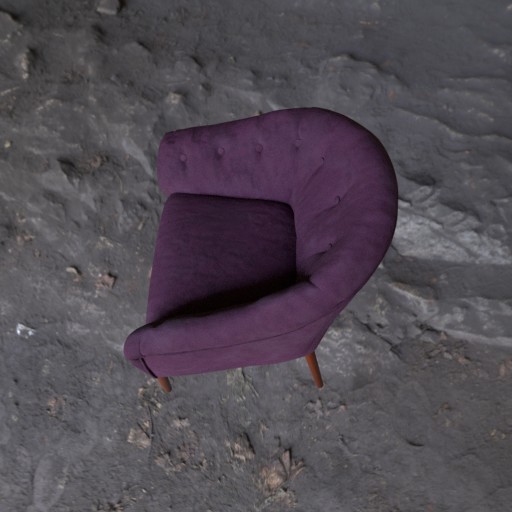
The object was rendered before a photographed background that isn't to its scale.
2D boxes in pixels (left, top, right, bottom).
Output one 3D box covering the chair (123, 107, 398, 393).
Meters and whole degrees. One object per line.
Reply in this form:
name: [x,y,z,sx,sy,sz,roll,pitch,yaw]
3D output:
chair: [0.000,0.000,1.542,0.776,0.885,0.851,1,58,0]
